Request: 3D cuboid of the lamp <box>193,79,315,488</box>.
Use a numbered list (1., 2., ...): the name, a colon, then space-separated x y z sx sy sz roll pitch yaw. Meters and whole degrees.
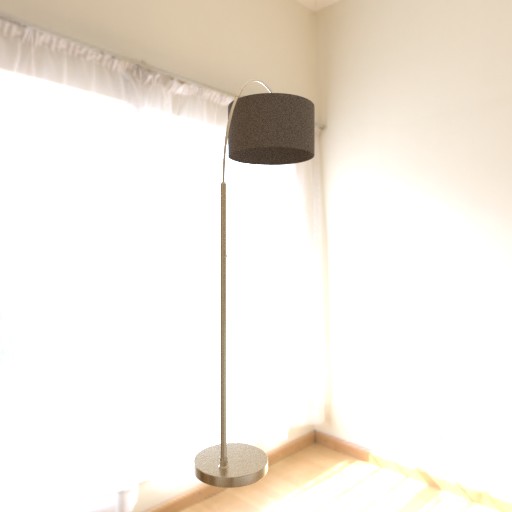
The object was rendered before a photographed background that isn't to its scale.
1. lamp: 0.000 0.000 2.106 0.452 1.735 0.934 0 1 19
